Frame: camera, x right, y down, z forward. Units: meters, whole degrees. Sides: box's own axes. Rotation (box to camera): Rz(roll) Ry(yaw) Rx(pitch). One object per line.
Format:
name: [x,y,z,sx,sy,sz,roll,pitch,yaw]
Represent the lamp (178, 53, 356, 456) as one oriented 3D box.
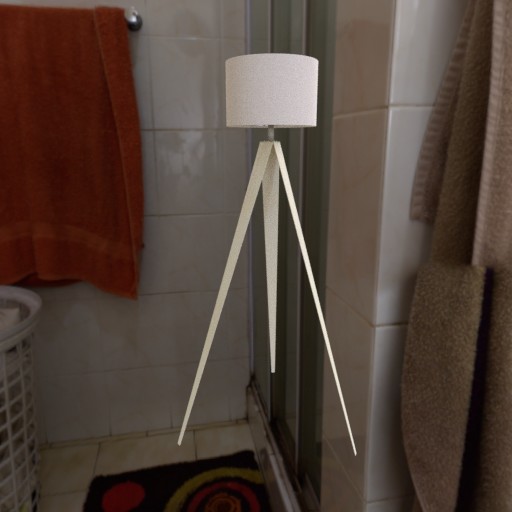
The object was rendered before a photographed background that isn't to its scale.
lamp: [0.000,0.000,1.899,0.724,1.524,0.716,-2,15,-9]
